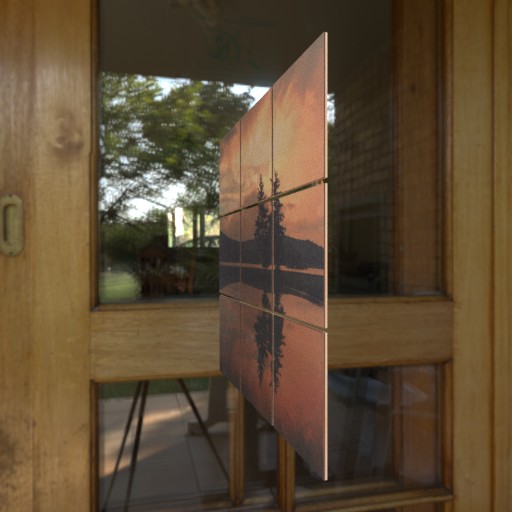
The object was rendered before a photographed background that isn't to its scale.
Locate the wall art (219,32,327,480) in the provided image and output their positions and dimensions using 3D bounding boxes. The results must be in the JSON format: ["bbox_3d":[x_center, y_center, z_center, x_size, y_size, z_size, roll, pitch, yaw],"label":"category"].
[{"bbox_3d":[0.000,0.000,2.229,0.013,1.525,1.520,0,0,-18],"label":"wall art"}]
